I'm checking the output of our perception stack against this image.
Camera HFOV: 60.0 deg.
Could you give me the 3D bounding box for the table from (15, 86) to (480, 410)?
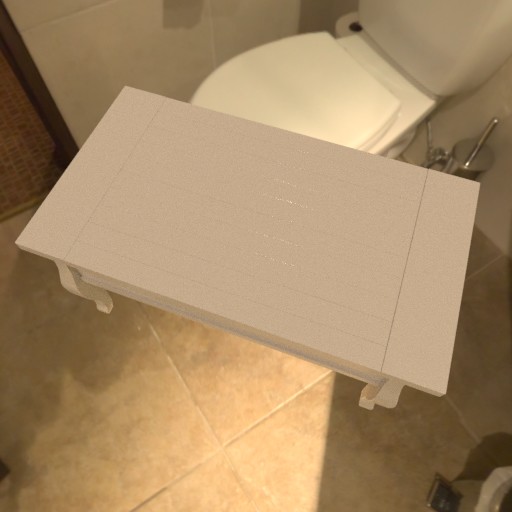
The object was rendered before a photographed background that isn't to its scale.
[{"bbox_3d":[0.000,0.000,1.361,1.062,0.495,0.600,18,64,9],"label":"table"}]
